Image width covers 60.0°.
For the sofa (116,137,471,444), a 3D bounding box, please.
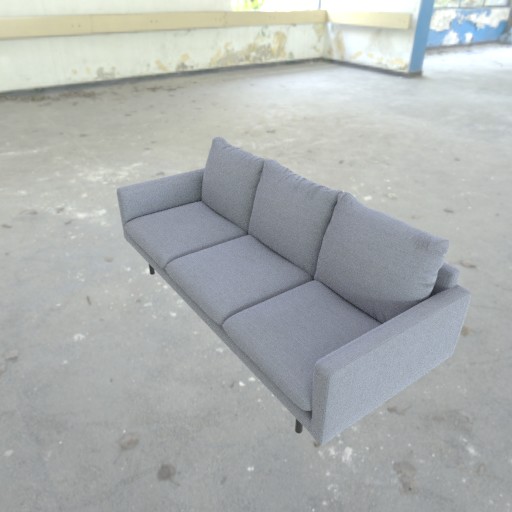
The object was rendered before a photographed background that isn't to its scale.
[{"bbox_3d":[0.000,0.000,2.447,0.850,0.830,2.000,-20,36,-30],"label":"sofa"}]
